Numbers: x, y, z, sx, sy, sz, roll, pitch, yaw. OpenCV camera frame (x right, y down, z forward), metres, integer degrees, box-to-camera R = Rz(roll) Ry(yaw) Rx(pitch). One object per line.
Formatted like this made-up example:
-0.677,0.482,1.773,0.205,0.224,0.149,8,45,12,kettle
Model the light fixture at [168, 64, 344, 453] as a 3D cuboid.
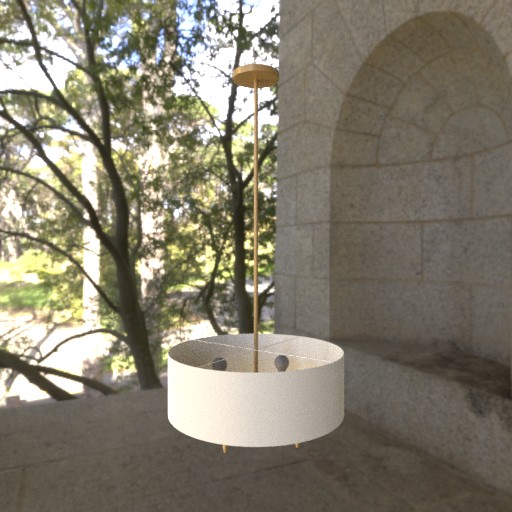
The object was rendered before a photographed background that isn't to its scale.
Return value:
0.000,0.000,1.300,0.508,1.067,0.508,0,0,0,light fixture
